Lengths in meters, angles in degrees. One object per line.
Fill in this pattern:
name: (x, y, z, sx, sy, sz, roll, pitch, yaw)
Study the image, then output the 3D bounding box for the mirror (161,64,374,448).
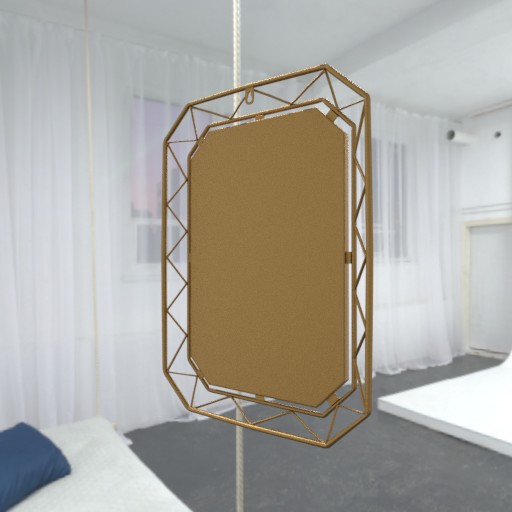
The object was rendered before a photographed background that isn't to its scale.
mirror: (0.000, 0.000, 0.738, 0.417, 0.566, 0.042, 0, -1, 36)
